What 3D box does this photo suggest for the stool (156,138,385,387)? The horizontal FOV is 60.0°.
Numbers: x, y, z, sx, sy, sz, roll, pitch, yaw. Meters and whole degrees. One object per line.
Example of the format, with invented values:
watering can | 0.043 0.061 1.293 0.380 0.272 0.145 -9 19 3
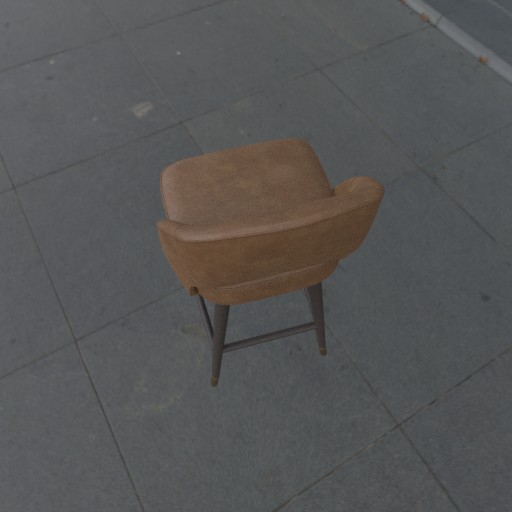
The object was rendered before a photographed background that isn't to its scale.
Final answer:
stool | 0.000 0.000 1.305 0.494 1.037 0.509 -14 61 -8
